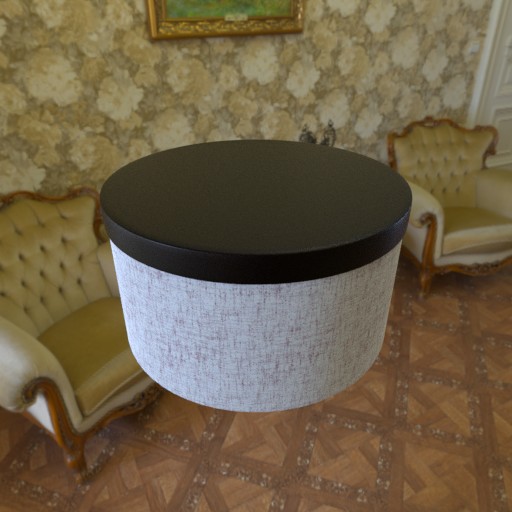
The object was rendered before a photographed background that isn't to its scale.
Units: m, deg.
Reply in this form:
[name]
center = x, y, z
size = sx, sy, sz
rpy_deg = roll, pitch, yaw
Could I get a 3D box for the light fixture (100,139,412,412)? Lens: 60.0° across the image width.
[light fixture]
center = 0.000, 0.000, 0.632
size = 0.389, 0.229, 0.389
rpy_deg = 0, 30, 0
